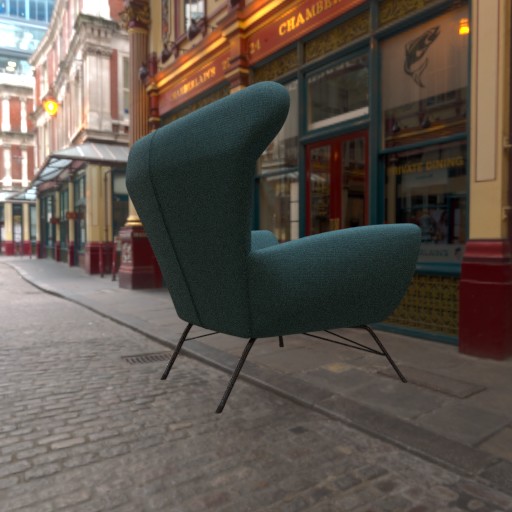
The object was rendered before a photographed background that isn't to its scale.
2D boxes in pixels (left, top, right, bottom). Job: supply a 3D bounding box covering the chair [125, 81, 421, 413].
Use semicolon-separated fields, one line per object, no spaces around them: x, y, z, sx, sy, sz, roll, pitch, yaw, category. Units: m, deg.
0.000;0.000;1.765;0.900;0.980;1.050;-1;1;-36;chair
